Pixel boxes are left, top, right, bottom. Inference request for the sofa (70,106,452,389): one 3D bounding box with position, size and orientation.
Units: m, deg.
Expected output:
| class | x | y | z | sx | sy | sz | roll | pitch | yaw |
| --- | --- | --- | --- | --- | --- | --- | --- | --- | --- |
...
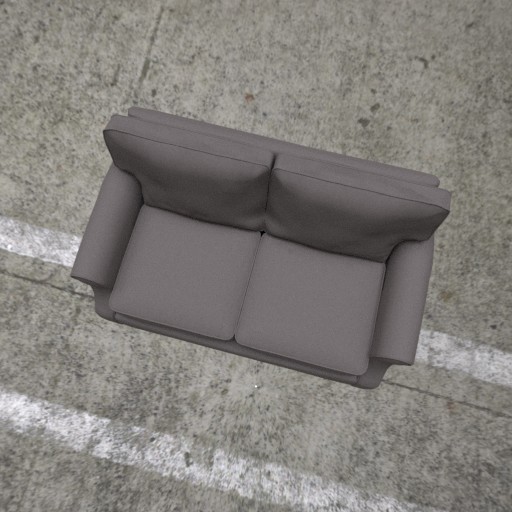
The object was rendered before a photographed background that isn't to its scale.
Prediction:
| class | x | y | z | sx | sy | sz | roll | pitch | yaw |
| --- | --- | --- | --- | --- | --- | --- | --- | --- | --- |
| sofa | 0.000 | 0.000 | 2.240 | 1.665 | 0.937 | 0.964 | 14 | 74 | 4 |
